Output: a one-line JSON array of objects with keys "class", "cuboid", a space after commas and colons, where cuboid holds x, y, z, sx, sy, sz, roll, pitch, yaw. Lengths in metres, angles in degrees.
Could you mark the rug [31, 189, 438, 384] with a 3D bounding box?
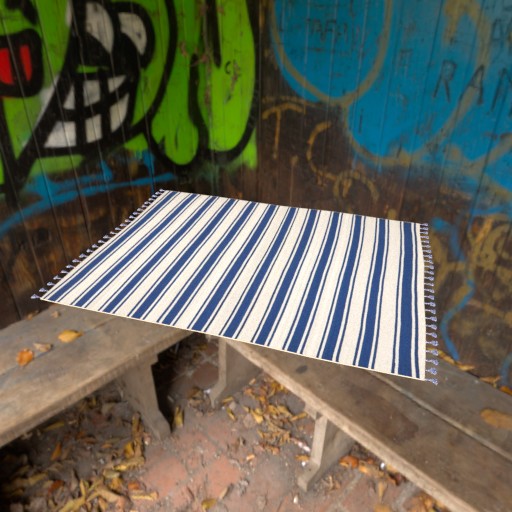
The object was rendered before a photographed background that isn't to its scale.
[{"class": "rug", "cuboid": [0.000, 0.000, 4.470, 3.416, 0.016, 2.471, 9, 33, 14]}]
